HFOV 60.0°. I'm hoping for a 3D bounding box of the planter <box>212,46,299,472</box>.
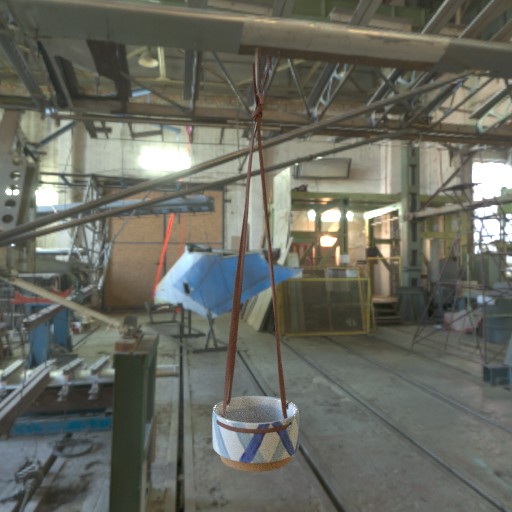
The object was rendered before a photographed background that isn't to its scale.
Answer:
[{"bbox_3d":[0.000,0.000,0.841,0.166,0.751,0.166,-1,-1,35],"label":"planter"}]
